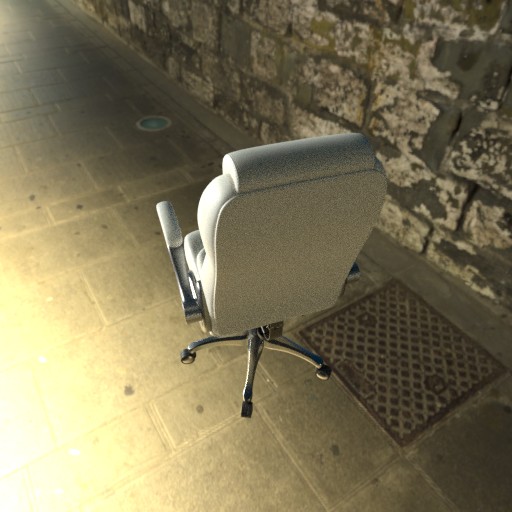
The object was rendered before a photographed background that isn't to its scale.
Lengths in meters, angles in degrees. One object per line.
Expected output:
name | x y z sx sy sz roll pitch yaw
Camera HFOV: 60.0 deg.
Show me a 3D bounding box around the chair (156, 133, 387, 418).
chair | 0.000 0.000 1.846 0.755 1.330 0.806 -13 43 -14
